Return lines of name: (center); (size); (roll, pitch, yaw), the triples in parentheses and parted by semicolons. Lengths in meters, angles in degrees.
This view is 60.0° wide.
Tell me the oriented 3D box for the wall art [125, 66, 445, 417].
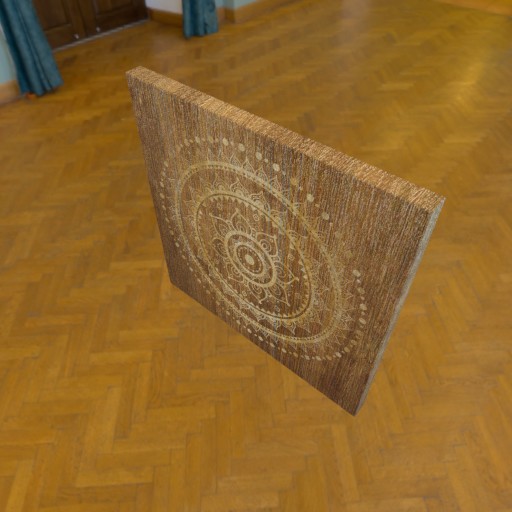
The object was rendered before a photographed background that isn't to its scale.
wall art: (0.000, 0.000, 0.914); (0.611, 0.608, 0.042); (31, 54, 27)
